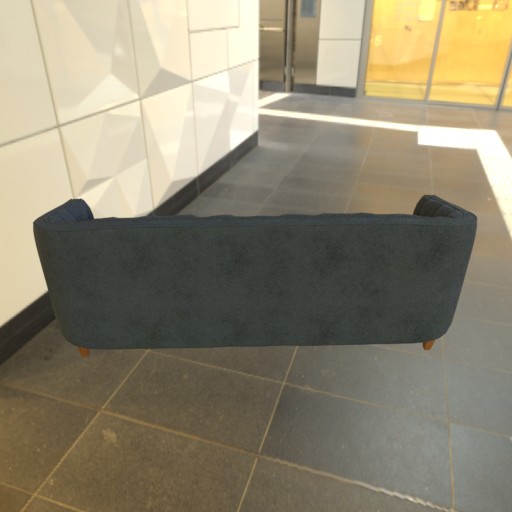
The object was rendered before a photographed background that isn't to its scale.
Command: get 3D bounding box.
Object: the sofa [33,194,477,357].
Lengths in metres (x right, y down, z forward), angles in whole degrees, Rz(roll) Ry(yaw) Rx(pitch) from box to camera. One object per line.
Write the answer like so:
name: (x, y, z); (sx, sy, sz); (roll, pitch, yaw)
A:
sofa: (0.000, 0.000, 2.623); (2.278, 0.855, 0.941); (-1, 30, -1)
